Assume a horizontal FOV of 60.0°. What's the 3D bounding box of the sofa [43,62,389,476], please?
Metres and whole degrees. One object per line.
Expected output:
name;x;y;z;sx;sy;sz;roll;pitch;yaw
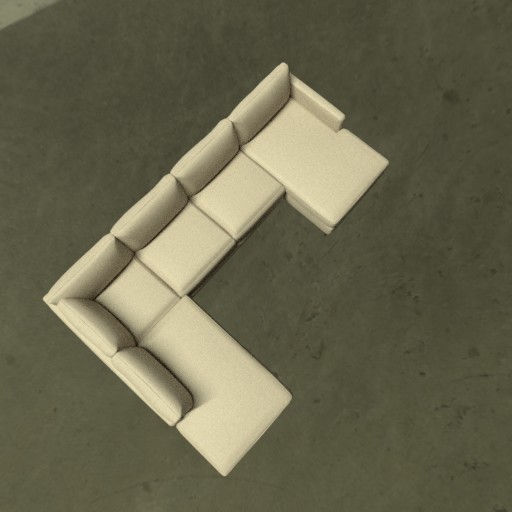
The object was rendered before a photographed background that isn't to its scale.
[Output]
sofa;0.000;0.000;3.543;1.879;0.756;2.737;41;80;9
